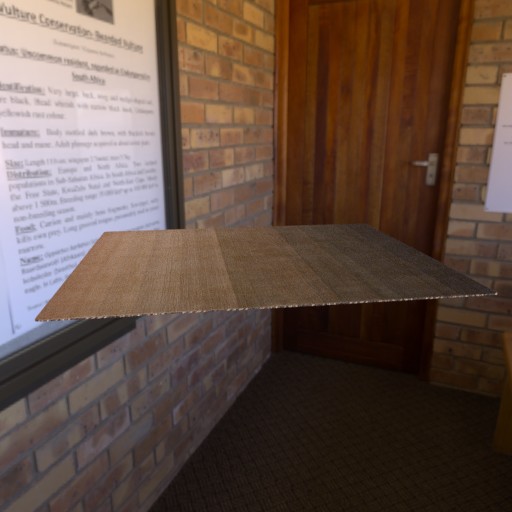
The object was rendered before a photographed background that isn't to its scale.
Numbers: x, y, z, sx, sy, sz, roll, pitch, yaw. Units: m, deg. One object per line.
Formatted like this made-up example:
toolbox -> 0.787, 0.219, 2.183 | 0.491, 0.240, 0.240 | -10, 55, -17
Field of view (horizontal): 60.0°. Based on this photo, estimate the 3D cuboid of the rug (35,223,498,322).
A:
rug -> 0.000, 0.000, 3.806 | 2.902, 0.017, 2.305 | -2, 16, -8
